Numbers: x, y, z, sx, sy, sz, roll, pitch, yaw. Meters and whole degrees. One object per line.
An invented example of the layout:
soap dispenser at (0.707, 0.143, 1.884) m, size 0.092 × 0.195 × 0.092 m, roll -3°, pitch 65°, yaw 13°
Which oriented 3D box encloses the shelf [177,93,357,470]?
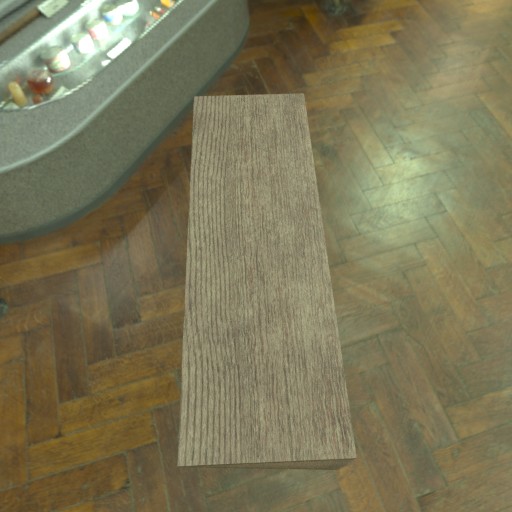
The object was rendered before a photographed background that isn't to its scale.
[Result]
shelf at (0.000, 0.000, 0.702) m, size 0.200 × 0.125 × 0.610 m, roll -2°, pitch 59°, yaw -1°
